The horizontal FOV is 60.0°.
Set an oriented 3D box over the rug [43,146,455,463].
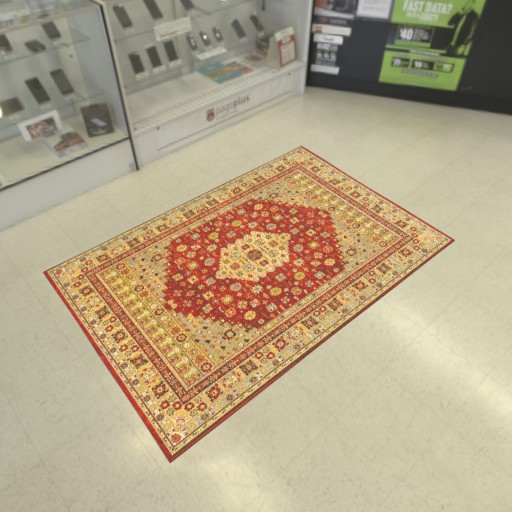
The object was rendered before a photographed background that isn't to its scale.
[{"bbox_3d":[0.000,0.000,2.313,1.802,0.013,1.194,-31,54,-26],"label":"rug"}]
